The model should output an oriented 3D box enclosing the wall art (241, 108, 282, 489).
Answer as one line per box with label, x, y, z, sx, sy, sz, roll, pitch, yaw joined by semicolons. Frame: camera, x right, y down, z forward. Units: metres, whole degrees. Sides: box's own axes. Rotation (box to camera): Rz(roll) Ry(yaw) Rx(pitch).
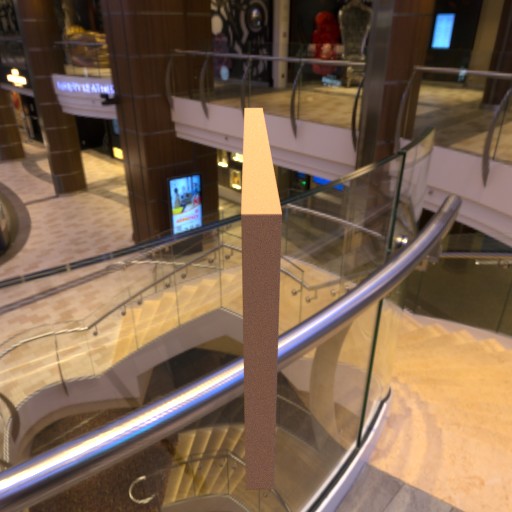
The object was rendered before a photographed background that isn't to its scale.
wall art;0.000;0.000;0.787;0.039;0.407;0.609;0;28;-1
